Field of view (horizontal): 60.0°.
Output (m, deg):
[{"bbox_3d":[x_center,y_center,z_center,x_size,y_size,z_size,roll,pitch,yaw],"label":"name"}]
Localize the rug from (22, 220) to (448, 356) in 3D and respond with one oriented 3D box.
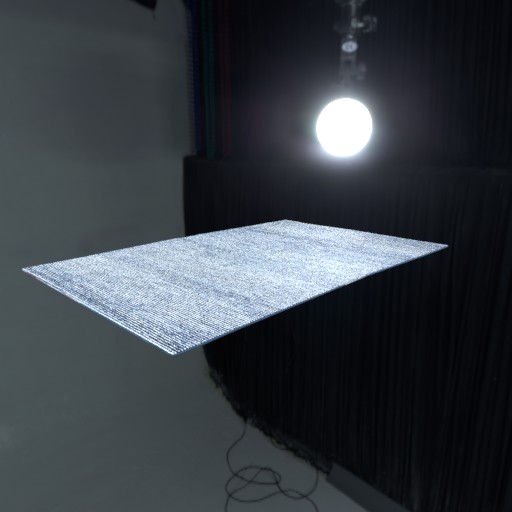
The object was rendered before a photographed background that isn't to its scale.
[{"bbox_3d":[0.000,0.000,2.181,1.793,0.025,1.159,-14,20,-43],"label":"rug"}]
